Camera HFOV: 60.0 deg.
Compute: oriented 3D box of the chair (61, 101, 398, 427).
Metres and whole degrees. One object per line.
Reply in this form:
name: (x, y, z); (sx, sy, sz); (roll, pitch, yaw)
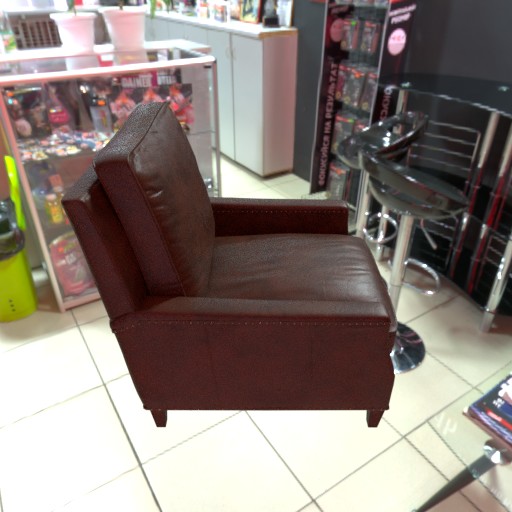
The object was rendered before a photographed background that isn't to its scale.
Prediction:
chair: (0.000, 0.000, 1.753); (1.035, 1.054, 0.854); (0, 33, 0)
